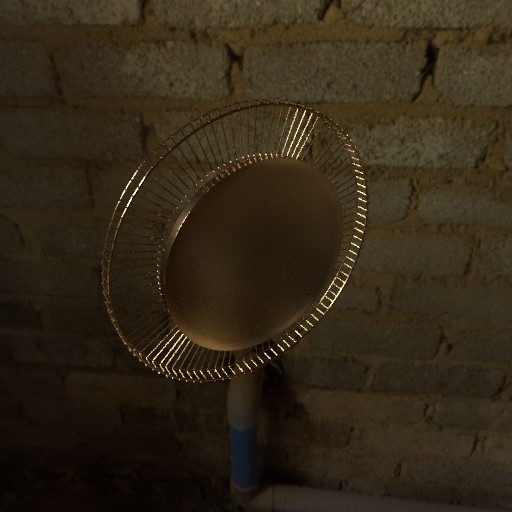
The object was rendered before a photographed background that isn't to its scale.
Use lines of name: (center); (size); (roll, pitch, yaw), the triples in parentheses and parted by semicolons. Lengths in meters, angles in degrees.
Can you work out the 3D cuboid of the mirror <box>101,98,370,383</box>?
mirror: (0.000, 0.000, 1.047); (0.703, 0.703, 0.067); (-18, 35, -28)
